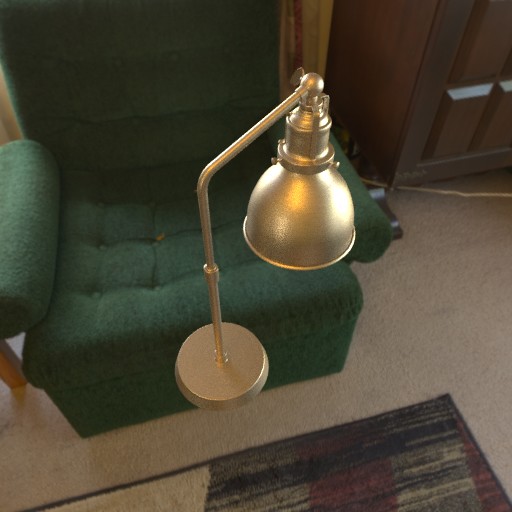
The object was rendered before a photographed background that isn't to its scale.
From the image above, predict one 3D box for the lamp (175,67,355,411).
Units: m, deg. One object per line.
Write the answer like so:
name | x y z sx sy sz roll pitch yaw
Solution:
lamp | 0.000 0.000 0.584 0.286 0.456 0.153 -25 52 -21
